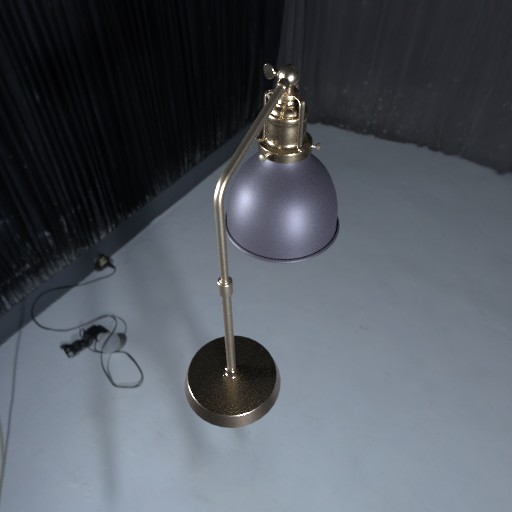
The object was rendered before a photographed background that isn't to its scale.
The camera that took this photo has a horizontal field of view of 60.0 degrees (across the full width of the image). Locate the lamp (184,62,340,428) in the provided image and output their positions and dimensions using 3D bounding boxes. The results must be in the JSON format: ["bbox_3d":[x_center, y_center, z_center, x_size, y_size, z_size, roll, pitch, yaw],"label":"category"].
[{"bbox_3d":[0.000,0.000,0.584,0.160,0.456,0.291,25,51,22],"label":"lamp"}]
